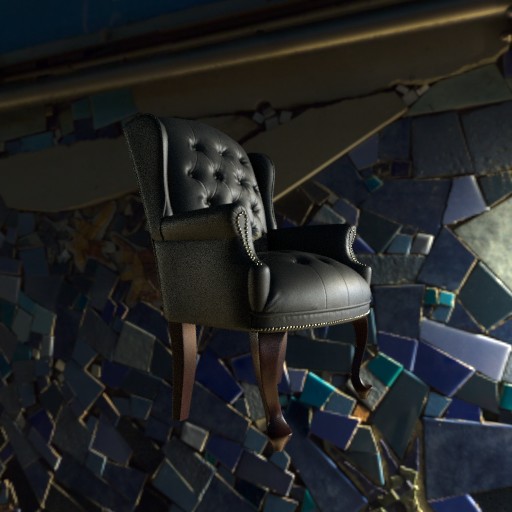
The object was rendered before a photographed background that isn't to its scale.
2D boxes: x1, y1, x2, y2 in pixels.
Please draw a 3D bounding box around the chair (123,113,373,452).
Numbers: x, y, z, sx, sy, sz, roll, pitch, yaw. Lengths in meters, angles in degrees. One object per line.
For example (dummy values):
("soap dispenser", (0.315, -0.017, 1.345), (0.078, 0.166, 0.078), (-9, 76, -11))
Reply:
("chair", (0.000, 0.000, 1.681), (0.762, 1.111, 0.838), (-1, -2, 36))
